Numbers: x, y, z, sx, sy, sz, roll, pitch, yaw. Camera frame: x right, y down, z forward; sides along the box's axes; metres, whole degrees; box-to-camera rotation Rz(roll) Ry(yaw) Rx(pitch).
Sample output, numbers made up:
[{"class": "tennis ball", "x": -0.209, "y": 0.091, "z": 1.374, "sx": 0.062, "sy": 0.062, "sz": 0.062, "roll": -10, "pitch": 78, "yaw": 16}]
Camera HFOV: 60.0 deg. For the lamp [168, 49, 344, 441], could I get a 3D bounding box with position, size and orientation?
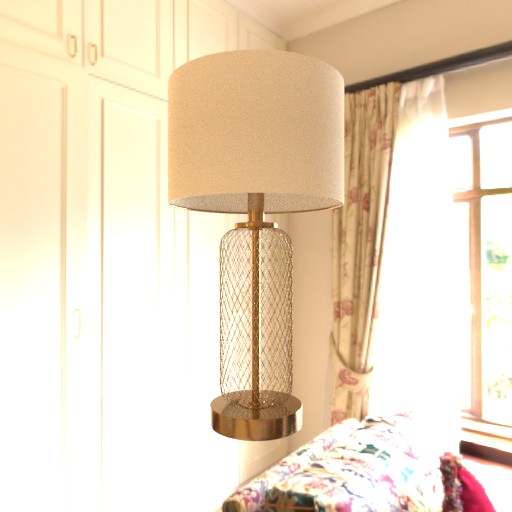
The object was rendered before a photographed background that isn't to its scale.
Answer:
[{"class": "lamp", "x": 0.000, "y": 0.000, "z": 0.643, "sx": 0.252, "sy": 0.483, "sz": 0.252, "roll": 0, "pitch": 0, "yaw": 0}]
